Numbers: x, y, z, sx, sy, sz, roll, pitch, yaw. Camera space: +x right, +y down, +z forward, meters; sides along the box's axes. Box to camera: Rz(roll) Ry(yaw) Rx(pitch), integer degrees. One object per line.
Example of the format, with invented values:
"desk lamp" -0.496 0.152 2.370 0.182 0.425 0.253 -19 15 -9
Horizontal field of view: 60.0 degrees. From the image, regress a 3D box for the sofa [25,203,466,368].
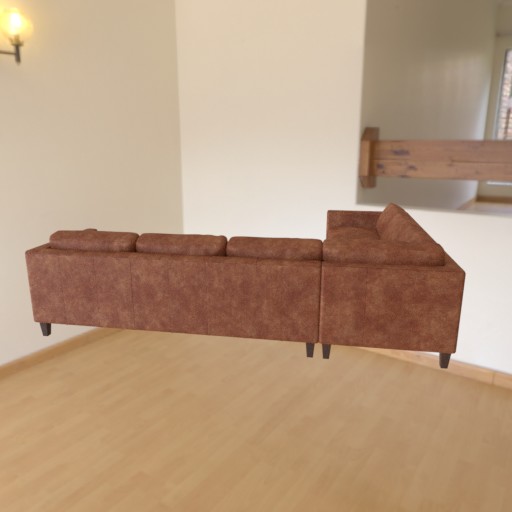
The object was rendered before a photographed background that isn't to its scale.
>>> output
"sofa" 0.000 0.000 4.312 3.150 0.838 2.438 3 15 10
